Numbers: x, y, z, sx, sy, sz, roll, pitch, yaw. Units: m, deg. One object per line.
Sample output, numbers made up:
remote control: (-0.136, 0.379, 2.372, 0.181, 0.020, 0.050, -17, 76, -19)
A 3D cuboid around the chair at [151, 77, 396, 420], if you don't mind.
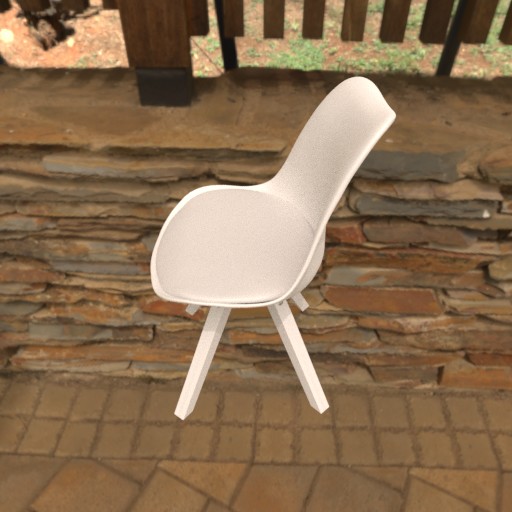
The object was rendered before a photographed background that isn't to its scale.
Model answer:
chair: (0.000, 0.000, 1.181, 0.550, 0.850, 0.485, -2, 41, -2)
